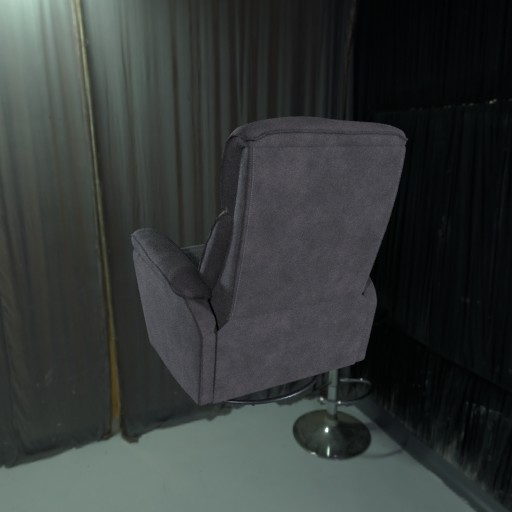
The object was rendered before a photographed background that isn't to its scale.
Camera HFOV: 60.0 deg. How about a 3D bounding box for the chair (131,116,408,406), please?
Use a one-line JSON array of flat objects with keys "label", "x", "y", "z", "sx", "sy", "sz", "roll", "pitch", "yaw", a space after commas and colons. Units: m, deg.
[{"label": "chair", "x": 0.000, "y": 0.000, "z": 1.782, "sx": 0.830, "sy": 1.035, "sz": 1.009, "roll": -7, "pitch": 17, "yaw": -26}]
